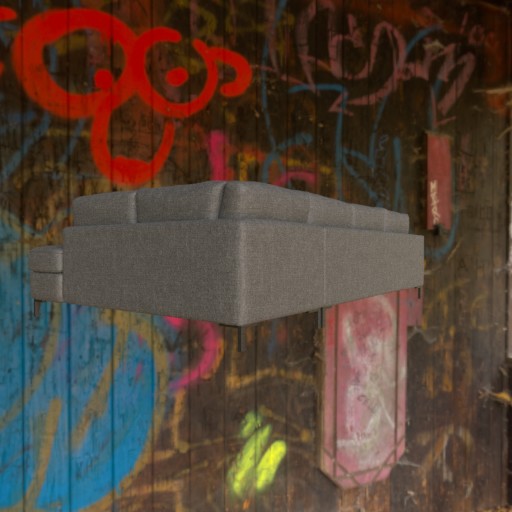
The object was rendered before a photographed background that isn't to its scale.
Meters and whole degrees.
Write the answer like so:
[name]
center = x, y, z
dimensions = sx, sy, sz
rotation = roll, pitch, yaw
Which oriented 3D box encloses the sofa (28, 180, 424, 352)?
[sofa]
center = 0.000, 0.000, 3.801
dimensions = 1.984, 0.858, 2.972
rotation = 1, 1, 36
